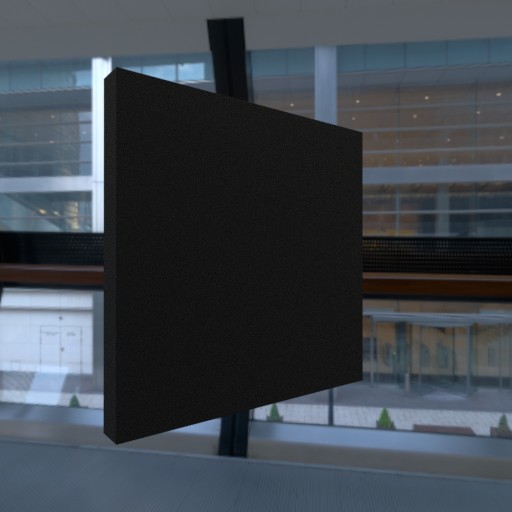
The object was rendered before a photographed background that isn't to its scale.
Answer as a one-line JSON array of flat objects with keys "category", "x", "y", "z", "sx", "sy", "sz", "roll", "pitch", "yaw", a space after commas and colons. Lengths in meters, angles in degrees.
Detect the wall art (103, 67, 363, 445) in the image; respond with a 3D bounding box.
[{"category": "wall art", "x": 0.000, "y": 0.000, "z": 0.463, "sx": 0.308, "sy": 0.305, "sz": 0.030, "roll": 0, "pitch": 0, "yaw": -38}]
